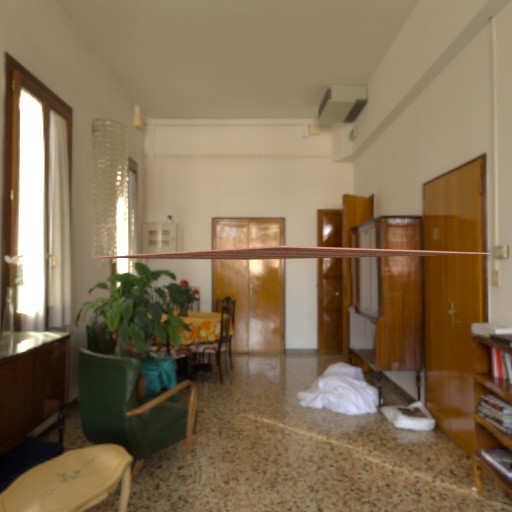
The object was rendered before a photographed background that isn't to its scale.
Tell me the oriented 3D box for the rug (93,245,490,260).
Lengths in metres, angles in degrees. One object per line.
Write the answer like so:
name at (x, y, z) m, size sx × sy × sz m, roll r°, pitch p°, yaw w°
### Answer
rug at (0.000, 0.000, 3.059) m, size 1.523 × 0.008 × 2.438 m, roll 1°, pitch -2°, yaw -36°
